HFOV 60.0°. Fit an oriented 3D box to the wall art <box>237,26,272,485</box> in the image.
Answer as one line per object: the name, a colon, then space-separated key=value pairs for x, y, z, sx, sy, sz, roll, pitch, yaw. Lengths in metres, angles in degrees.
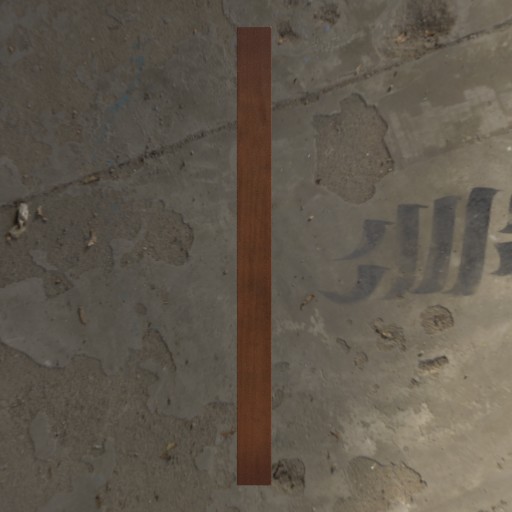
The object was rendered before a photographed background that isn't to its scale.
wall art: x=0.000 y=0.000 z=0.551 sx=0.030 sy=0.328 sz=0.401 roll=0 pitch=90 yaw=1
